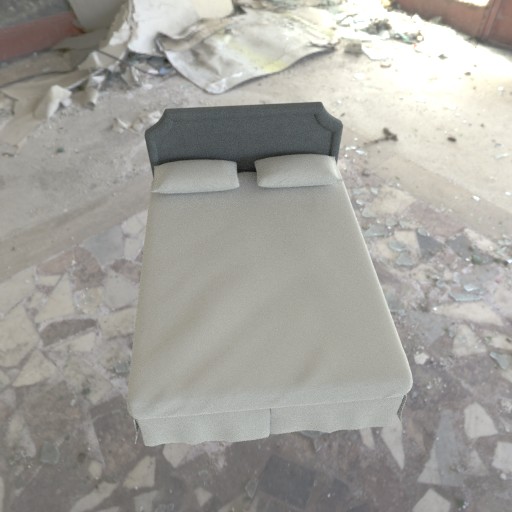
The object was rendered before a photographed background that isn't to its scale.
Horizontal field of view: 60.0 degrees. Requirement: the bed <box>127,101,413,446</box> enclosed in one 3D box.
[{"bbox_3d":[0.000,0.000,3.582,1.977,1.306,2.464,-4,48,-3],"label":"bed"}]
